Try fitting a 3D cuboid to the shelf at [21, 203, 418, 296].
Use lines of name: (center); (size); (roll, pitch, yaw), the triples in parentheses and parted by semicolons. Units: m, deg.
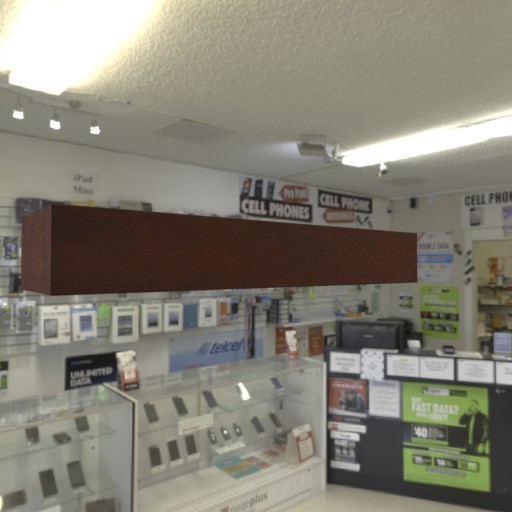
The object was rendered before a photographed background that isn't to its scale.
shelf: (0.000, 0.000, 0.666); (0.607, 0.088, 0.152); (1, -2, -37)
